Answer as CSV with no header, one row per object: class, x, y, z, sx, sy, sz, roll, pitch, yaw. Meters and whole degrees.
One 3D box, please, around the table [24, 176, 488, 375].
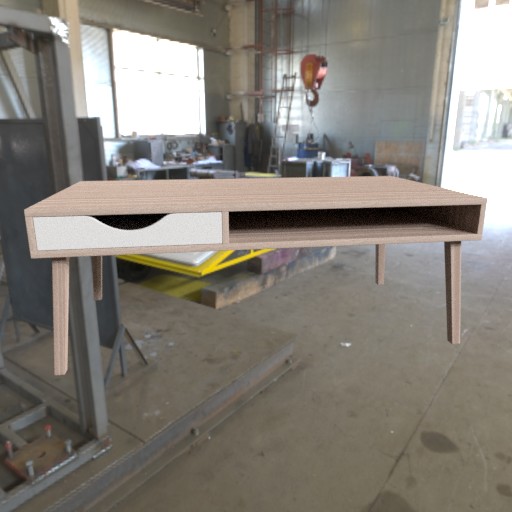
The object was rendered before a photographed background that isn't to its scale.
table,0.000,0.000,1.477,1.200,0.450,0.600,-2,16,-9
